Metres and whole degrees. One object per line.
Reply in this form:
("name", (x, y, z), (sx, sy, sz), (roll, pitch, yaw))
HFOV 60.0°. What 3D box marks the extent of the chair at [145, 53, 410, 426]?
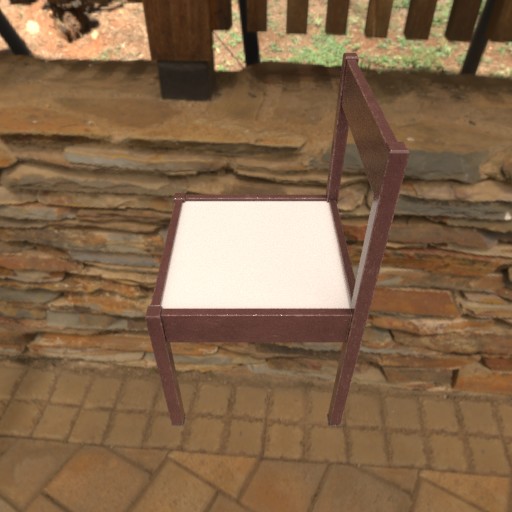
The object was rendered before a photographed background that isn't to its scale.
("chair", (0.000, 0.000, 0.678), (0.285, 0.505, 0.285), (0, 41, 0))
